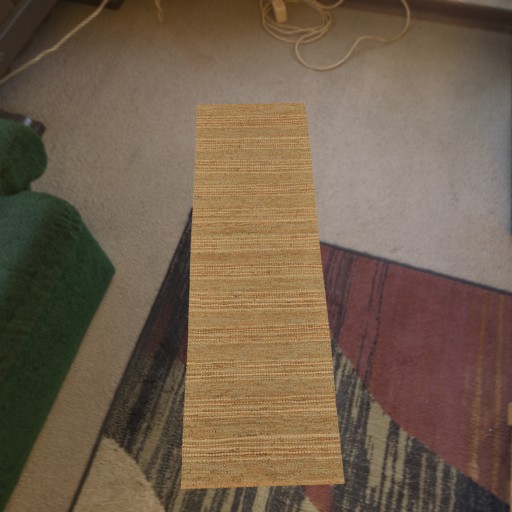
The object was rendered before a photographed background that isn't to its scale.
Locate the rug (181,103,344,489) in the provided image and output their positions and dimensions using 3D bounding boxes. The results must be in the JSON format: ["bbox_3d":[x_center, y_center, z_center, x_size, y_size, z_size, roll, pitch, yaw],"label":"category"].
[{"bbox_3d":[0.000,0.000,2.643,0.783,0.006,2.438,-1,64,-1],"label":"rug"}]
